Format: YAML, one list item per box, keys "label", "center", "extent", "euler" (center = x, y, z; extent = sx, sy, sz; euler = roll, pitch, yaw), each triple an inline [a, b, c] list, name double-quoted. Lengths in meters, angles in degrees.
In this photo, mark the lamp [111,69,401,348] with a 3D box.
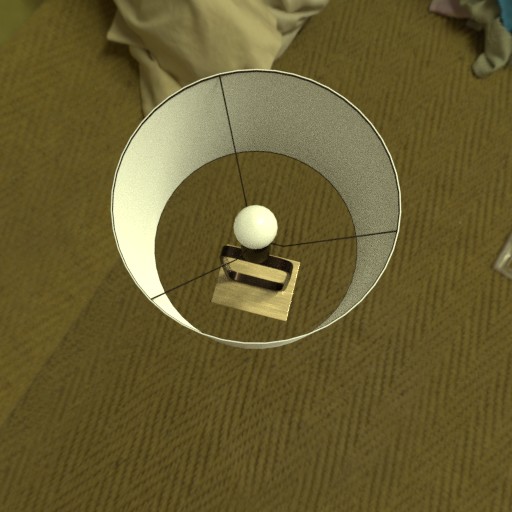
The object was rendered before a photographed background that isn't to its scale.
- label: "lamp"
  center: [0.000, 0.000, 0.673]
  extent: [0.279, 0.508, 0.279]
  euler: [14, 77, 3]
